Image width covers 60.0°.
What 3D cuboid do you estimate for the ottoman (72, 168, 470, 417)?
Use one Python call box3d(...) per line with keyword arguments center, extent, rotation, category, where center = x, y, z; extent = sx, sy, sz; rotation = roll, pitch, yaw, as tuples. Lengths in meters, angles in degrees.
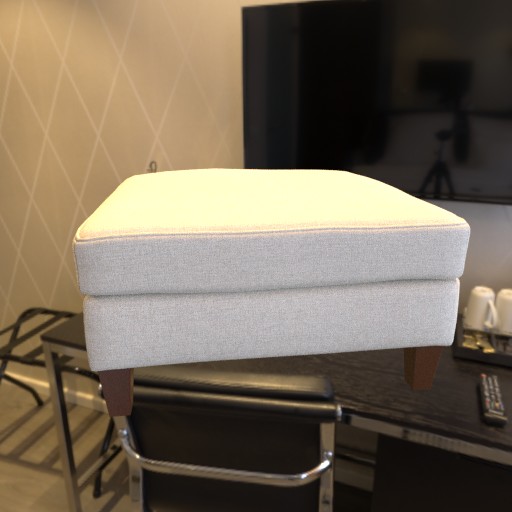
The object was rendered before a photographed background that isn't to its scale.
box3d(center=(0.000, 0.000, 1.328), extent=(0.838, 0.478, 0.838), rotation=(-2, 18, -8), category="ottoman")
